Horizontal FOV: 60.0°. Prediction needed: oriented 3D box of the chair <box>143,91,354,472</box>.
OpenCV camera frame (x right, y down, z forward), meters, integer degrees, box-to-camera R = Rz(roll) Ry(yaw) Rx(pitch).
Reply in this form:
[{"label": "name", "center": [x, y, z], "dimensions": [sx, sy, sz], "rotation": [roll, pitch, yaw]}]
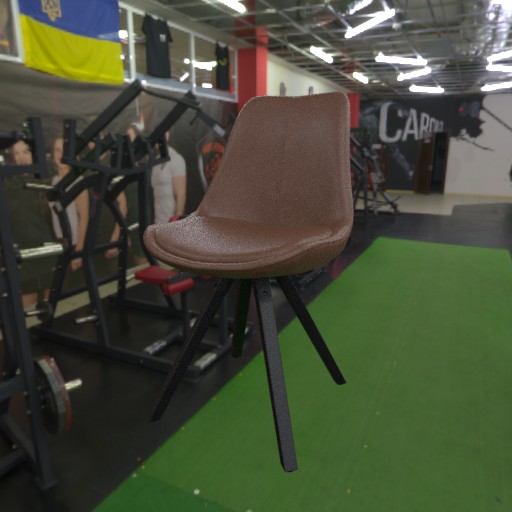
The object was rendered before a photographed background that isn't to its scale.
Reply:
[{"label": "chair", "center": [0.000, 0.000, 1.166], "dimensions": [0.475, 0.850, 0.550], "rotation": [8, 16, 27]}]
